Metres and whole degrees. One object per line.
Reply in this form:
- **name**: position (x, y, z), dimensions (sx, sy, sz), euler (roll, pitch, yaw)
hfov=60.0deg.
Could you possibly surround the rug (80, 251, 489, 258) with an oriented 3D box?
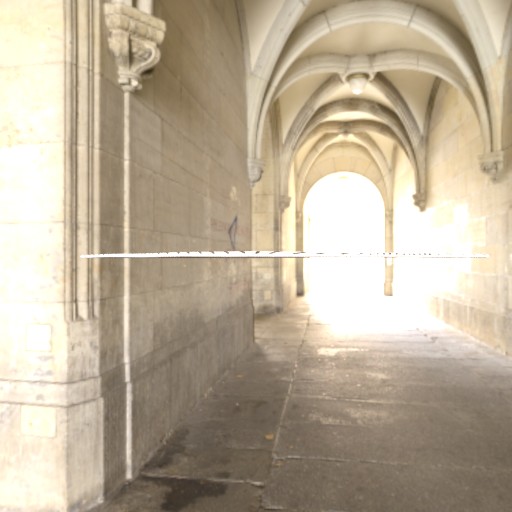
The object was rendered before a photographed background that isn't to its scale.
- **rug**: position (0.000, 0.000, 3.213), dimensions (1.829, 0.028, 2.449), euler (0, 0, -36)
